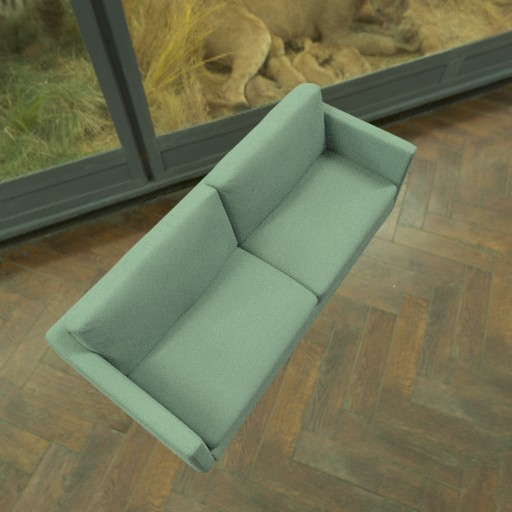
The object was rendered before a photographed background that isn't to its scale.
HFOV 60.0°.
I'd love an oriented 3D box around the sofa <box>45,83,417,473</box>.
[{"bbox_3d":[0.000,0.000,2.646,0.951,0.965,2.208,32,64,18],"label":"sofa"}]
